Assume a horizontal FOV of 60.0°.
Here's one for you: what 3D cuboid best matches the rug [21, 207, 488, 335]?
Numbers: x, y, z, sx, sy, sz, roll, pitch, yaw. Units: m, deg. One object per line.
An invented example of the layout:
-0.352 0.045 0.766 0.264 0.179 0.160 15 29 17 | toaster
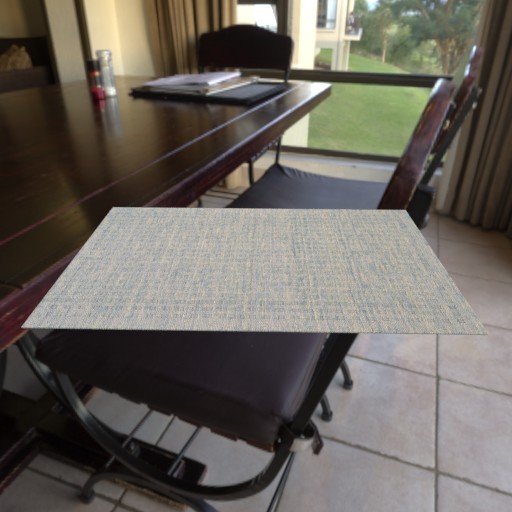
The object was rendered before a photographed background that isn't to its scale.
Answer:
0.000 0.000 2.159 1.752 0.006 1.142 1 30 1 | rug
